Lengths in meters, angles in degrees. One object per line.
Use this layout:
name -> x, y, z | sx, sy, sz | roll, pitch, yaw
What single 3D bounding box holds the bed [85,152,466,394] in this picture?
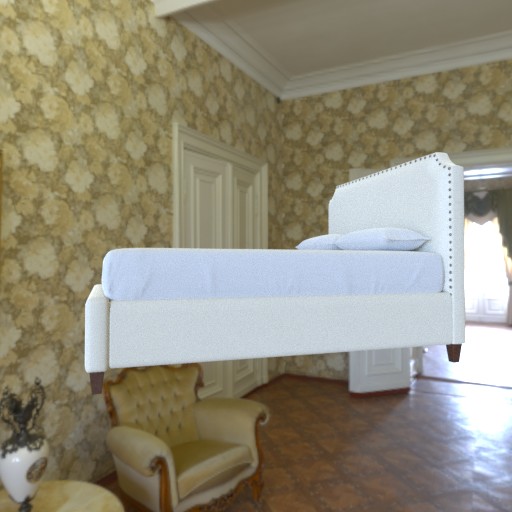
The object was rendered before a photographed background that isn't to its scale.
bed -> 0.000, 0.000, 3.333 | 2.329, 1.415, 1.703 | 0, -1, -19
